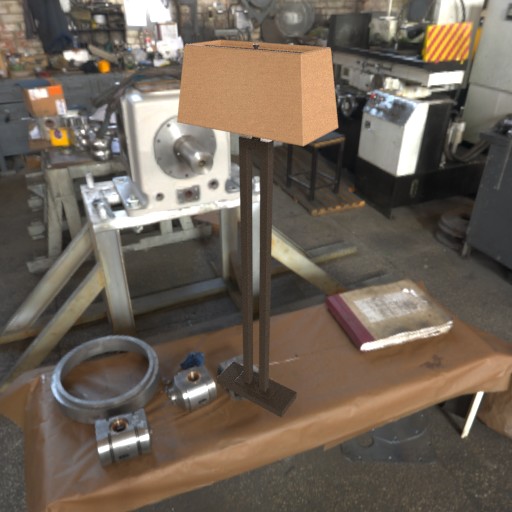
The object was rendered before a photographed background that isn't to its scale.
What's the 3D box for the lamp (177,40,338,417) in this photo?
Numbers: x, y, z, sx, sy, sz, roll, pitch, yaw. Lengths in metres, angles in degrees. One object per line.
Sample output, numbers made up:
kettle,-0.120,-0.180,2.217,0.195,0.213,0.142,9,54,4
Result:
lamp,0.000,0.000,1.696,0.475,1.469,0.233,19,36,28
